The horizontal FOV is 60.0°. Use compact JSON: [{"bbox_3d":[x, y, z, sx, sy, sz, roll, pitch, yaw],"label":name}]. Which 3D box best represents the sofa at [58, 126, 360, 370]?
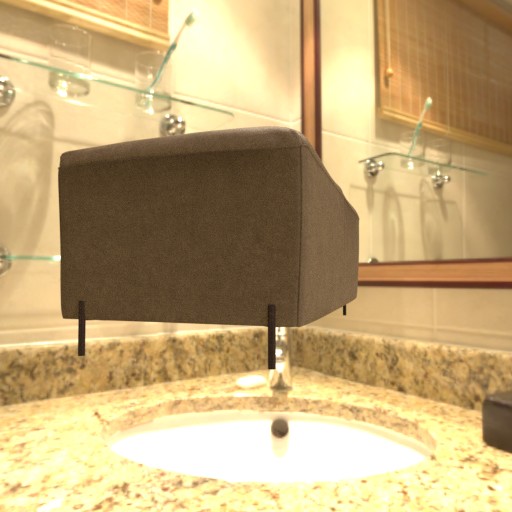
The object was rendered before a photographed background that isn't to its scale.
[{"bbox_3d":[0.000,0.000,2.287,0.905,0.747,1.878,-1,-3,18],"label":"sofa"}]
